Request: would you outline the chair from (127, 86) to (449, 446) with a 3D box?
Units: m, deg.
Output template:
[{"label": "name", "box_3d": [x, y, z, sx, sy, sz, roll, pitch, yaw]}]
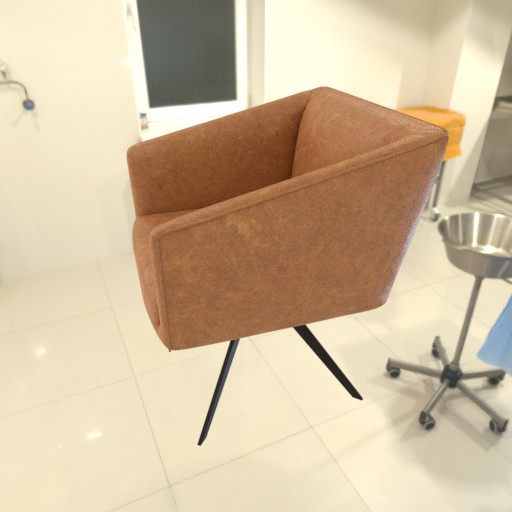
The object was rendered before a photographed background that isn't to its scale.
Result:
[{"label": "chair", "box_3d": [0.000, 0.000, 1.201, 0.625, 0.760, 0.588, -9, 31, -16]}]
